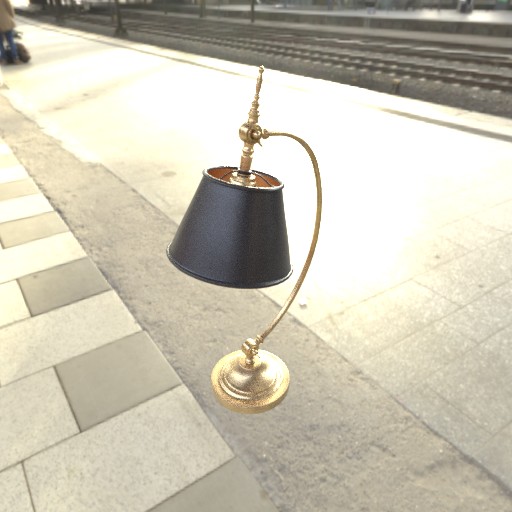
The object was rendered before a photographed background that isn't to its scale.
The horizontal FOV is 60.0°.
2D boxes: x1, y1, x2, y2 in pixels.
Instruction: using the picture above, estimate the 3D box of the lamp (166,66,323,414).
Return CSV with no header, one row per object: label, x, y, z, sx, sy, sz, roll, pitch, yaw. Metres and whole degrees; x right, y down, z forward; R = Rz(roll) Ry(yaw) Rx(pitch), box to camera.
lamp,0.000,0.000,0.854,0.344,0.675,0.235,-21,37,-31
